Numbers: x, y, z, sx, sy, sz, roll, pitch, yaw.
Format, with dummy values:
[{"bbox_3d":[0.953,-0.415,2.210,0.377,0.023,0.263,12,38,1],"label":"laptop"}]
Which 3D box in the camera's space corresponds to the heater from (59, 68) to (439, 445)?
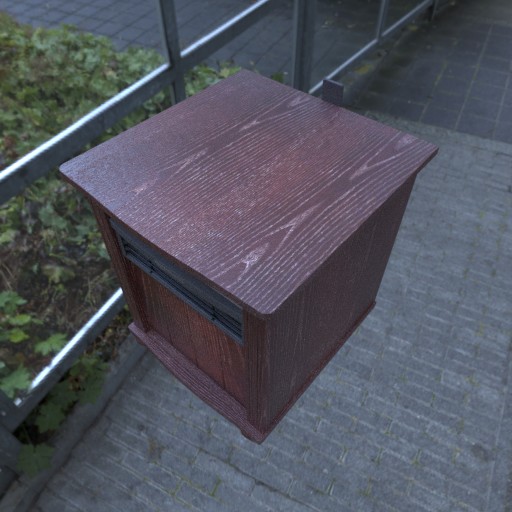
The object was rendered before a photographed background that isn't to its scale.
[{"bbox_3d":[0.000,0.000,0.753,0.362,0.481,0.400,32,56,26],"label":"heater"}]
